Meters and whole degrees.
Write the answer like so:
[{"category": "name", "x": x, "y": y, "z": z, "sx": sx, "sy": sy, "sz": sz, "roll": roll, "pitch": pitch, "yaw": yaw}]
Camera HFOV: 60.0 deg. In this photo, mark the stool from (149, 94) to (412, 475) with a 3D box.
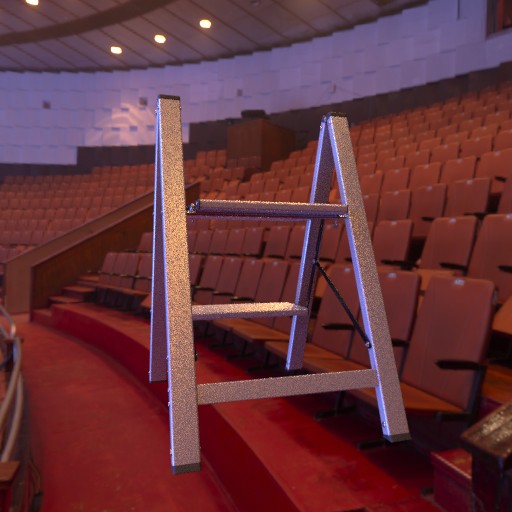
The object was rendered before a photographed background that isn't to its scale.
[{"category": "stool", "x": 0.000, "y": 0.000, "z": 0.999, "sx": 0.440, "sy": 0.670, "sz": 0.535, "roll": 0, "pitch": 0, "yaw": -17}]
